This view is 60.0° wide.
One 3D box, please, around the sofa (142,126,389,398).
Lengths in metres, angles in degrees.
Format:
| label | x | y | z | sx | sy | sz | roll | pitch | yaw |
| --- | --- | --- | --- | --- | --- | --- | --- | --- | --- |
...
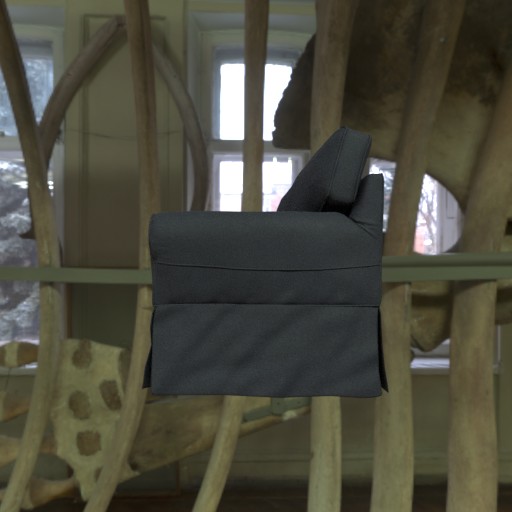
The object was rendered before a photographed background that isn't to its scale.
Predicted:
| label | x | y | z | sx | sy | sz | roll | pitch | yaw |
| --- | --- | --- | --- | --- | --- | --- | --- | --- | --- |
| sofa | 0.000 | 0.000 | 2.809 | 0.983 | 1.094 | 2.256 | 0 | 0 | -2 |
